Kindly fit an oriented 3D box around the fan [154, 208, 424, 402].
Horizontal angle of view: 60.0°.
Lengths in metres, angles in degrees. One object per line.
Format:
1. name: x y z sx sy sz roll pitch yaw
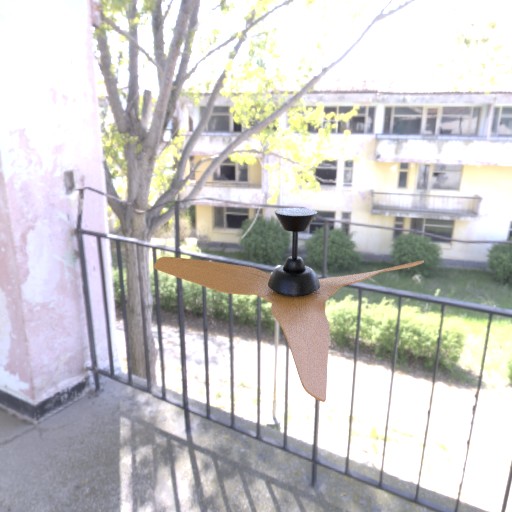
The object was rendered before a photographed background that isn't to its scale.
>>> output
1. fan: 0.000 0.000 1.623 1.010 0.355 1.142 9 19 28
